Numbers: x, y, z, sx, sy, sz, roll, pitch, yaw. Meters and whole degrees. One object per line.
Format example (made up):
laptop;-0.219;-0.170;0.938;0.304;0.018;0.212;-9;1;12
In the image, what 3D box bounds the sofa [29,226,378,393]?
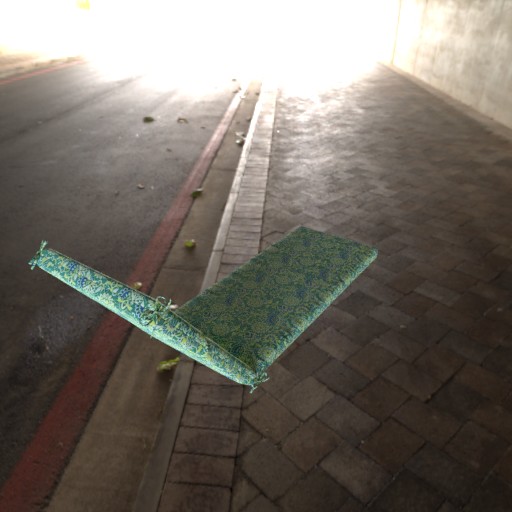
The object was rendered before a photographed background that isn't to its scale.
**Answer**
sofa;0.000;0.000;1.927;0.582;0.622;1.663;19;35;31
